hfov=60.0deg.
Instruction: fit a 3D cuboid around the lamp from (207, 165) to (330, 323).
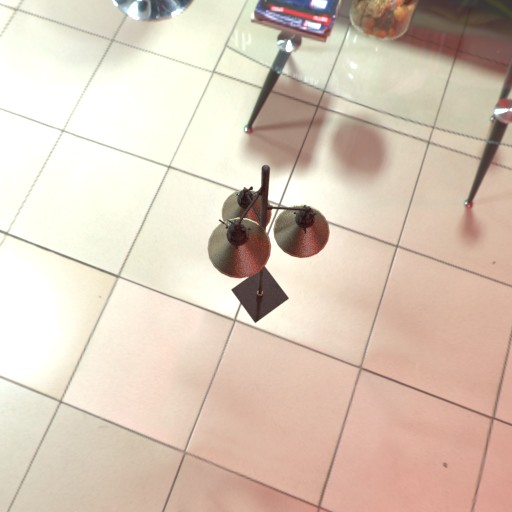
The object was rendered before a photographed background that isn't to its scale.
[{"bbox_3d":[0.000,0.000,1.932,0.428,1.716,0.415,-36,77,-9],"label":"lamp"}]
